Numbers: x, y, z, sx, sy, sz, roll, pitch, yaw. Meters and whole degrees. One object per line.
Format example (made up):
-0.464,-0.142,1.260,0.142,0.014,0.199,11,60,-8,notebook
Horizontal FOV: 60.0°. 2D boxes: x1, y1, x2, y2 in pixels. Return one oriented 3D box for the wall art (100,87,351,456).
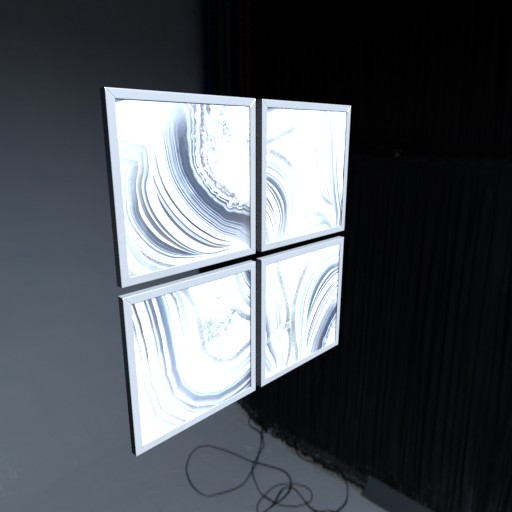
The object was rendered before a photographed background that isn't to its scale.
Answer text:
0.000,0.000,1.670,1.118,1.118,0.029,-15,21,-43,wall art
